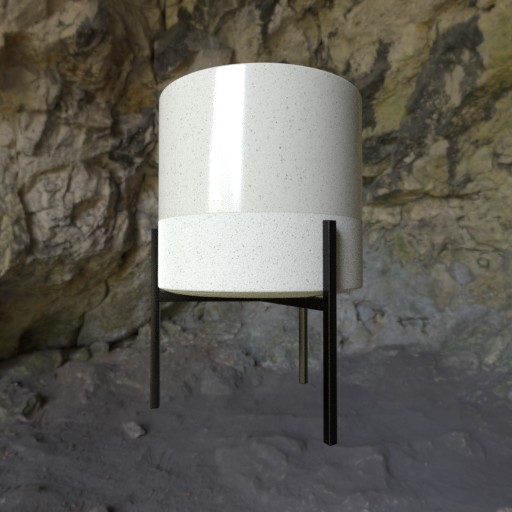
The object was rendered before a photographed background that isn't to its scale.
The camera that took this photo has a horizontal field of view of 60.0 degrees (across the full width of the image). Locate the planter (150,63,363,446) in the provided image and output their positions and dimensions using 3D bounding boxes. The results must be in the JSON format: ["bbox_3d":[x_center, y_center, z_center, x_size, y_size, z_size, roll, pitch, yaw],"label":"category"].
[{"bbox_3d":[0.000,0.000,0.339,0.159,0.230,0.152,0,-1,-1],"label":"planter"}]
